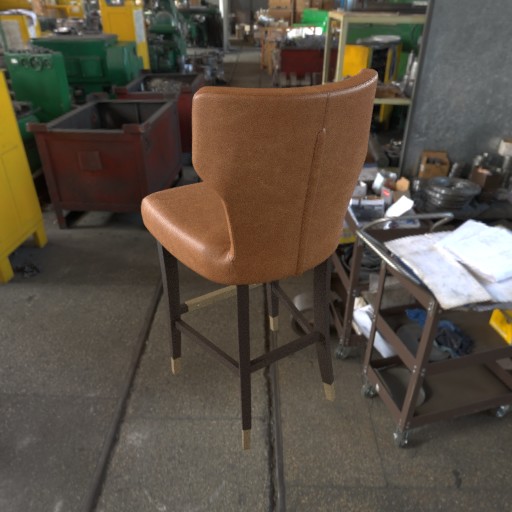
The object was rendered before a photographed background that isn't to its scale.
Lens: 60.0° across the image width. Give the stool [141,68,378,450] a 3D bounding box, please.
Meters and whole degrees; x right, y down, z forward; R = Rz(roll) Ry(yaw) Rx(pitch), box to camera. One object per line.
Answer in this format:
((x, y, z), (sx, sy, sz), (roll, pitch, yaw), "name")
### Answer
((0.000, 0.000, 1.385), (0.526, 1.092, 0.563), (-18, 35, -28), "stool")
